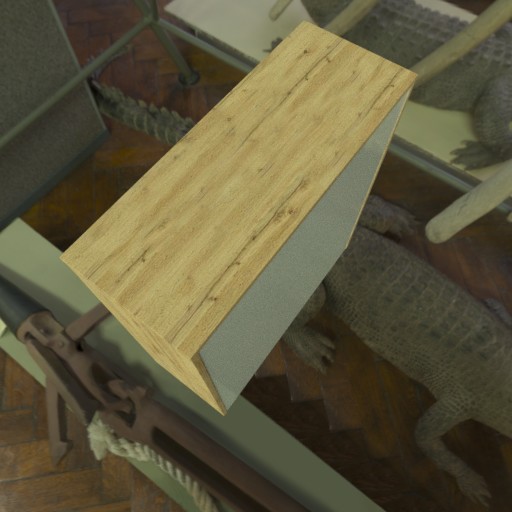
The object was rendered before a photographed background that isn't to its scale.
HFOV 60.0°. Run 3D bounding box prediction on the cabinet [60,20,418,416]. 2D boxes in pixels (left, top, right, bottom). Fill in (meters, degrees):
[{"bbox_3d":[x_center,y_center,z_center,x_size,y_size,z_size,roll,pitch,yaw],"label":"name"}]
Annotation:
[{"bbox_3d":[0.000,0.000,1.951,0.473,1.397,1.168,34,69,15],"label":"cabinet"}]
